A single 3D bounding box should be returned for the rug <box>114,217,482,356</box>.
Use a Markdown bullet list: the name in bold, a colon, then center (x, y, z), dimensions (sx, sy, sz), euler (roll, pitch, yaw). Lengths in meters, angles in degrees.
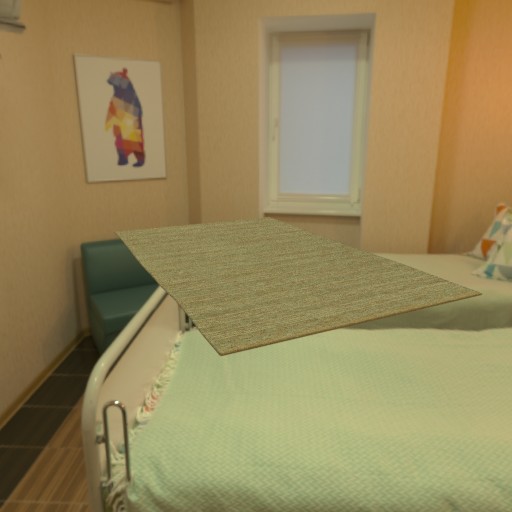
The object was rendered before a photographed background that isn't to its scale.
- **rug**: center (0.000, 0.000, 3.120), dimensions (1.540, 0.012, 2.448), euler (-8, 18, -25)
